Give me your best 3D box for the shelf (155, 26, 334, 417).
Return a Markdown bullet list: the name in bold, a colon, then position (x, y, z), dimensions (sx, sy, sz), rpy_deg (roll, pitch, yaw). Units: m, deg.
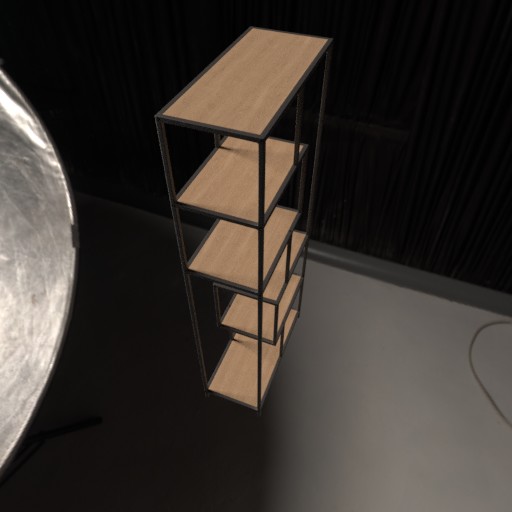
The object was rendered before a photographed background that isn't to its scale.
- **shelf**: position (0.000, 0.000, 2.201), dimensions (0.350, 1.850, 0.770), rpy_deg (16, 49, 14)
